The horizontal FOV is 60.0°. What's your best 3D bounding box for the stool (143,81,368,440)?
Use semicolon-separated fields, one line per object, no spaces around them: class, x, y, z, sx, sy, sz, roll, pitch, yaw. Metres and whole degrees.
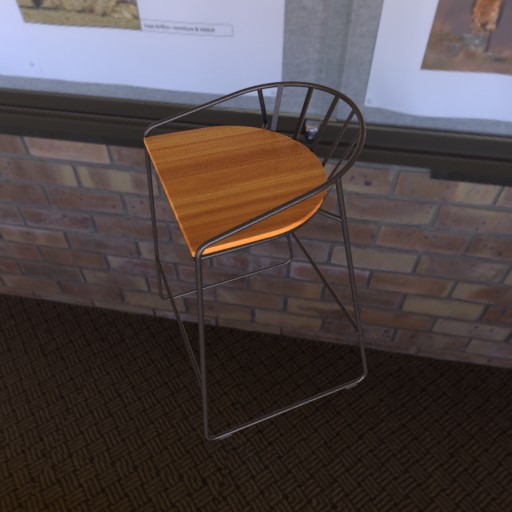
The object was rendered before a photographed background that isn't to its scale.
stool;0.000;0.000;1.194;0.521;0.812;0.546;-16;49;-15
